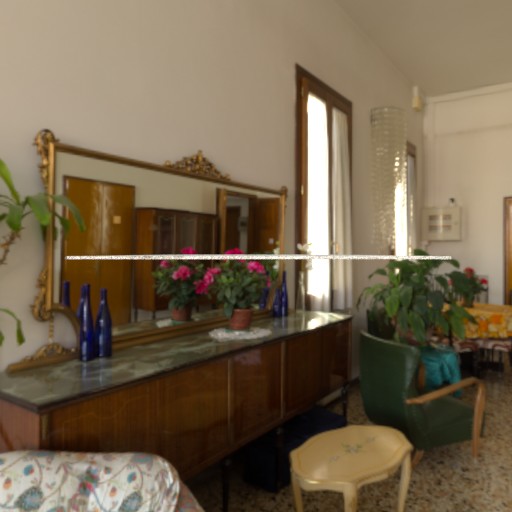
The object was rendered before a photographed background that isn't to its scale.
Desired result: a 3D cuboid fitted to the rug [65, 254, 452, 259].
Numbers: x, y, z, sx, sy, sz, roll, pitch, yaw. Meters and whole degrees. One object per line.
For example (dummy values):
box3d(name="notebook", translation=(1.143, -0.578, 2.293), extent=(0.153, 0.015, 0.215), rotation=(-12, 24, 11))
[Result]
box3d(name="rug", translation=(0.000, 0.000, 4.642), extent=(2.393, 0.019, 3.824), rotation=(0, 0, -1))
